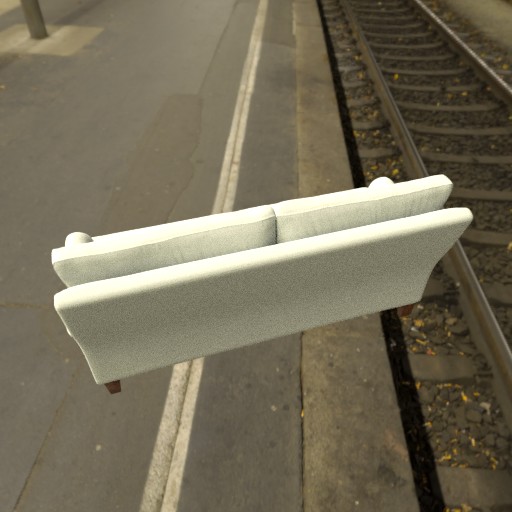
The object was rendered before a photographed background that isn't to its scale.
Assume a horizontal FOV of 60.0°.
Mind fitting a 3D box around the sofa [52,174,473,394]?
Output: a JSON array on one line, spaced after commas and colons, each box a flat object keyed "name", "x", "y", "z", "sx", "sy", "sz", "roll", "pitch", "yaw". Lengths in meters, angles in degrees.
[{"name": "sofa", "x": 0.000, "y": 0.000, "z": 2.771, "sx": 2.193, "sy": 1.096, "sz": 1.069, "roll": -12, "pitch": 42, "yaw": -14}]
